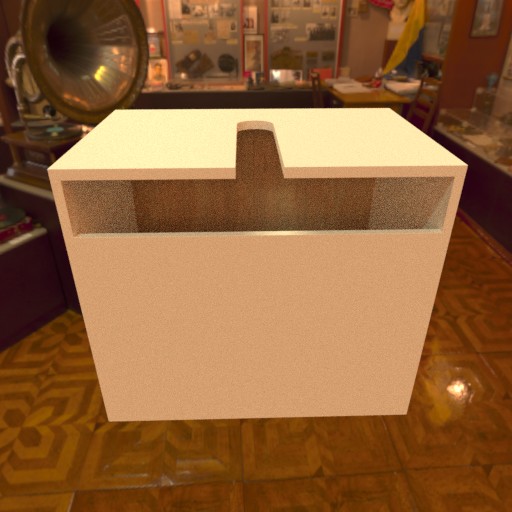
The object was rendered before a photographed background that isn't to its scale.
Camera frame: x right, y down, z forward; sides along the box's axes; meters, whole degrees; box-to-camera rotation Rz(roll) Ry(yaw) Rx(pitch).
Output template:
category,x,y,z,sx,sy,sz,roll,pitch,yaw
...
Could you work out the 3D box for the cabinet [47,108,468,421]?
category,x,y,z,sx,sy,sz,roll,pitch,yaw
cabinet,0.000,0.000,0.934,0.600,0.522,0.400,-1,30,-1
